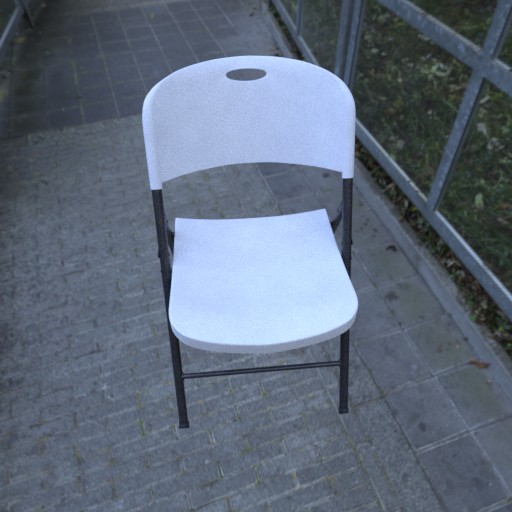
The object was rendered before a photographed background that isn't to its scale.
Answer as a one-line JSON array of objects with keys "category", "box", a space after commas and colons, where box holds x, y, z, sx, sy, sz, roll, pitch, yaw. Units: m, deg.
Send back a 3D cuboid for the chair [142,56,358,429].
[{"category": "chair", "box": [0.000, 0.000, 1.163, 0.494, 0.810, 0.566, -4, 48, -4]}]
